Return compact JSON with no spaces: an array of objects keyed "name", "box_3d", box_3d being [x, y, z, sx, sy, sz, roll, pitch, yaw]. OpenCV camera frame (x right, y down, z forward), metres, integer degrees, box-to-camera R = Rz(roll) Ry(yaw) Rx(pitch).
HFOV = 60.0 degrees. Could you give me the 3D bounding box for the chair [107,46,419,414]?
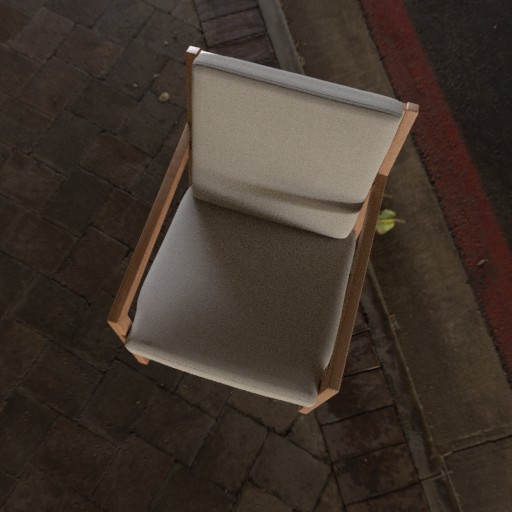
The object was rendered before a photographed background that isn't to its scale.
[{"name":"chair","box_3d":[0.000,0.000,1.380,0.622,0.790,0.857,16,77,4]}]
